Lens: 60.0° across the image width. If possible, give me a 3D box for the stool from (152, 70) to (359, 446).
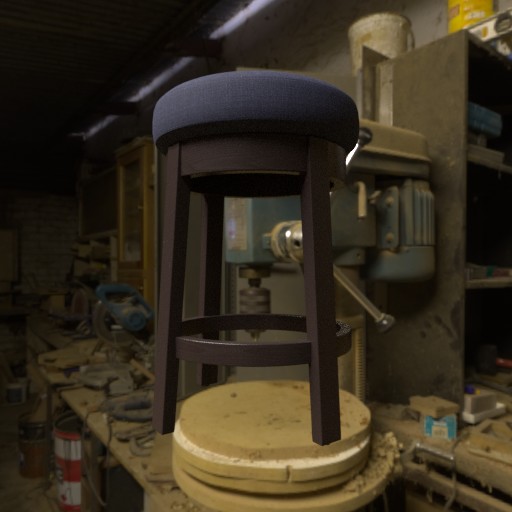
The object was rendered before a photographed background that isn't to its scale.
[{"bbox_3d":[0.000,0.000,0.945,0.449,0.655,0.449,0,0,0],"label":"stool"}]
